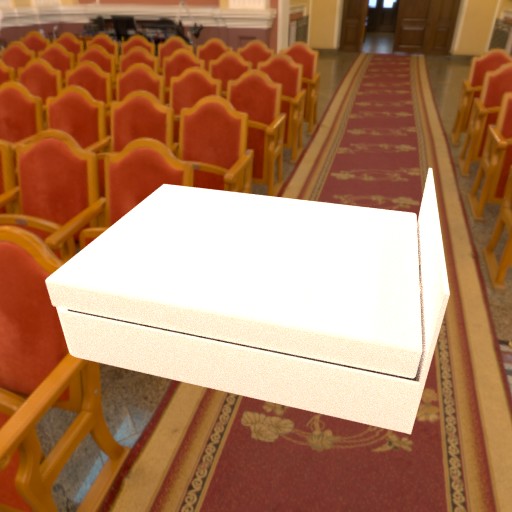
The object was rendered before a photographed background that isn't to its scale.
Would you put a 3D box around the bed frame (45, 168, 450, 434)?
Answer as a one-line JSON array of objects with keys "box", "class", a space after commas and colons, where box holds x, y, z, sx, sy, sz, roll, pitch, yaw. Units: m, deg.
[{"box": [0.000, 0.000, 2.648, 1.900, 0.800, 1.400, 9, 32, 14], "class": "bed frame"}]
